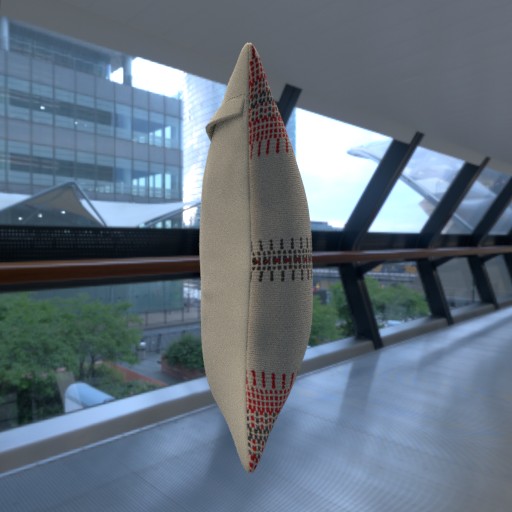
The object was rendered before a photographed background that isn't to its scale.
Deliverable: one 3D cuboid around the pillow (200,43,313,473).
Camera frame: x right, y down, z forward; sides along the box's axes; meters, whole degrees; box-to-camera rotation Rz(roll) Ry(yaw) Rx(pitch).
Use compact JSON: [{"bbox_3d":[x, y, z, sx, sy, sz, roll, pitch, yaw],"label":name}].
[{"bbox_3d":[0.000,0.000,0.694,0.160,0.454,0.463,0,1,0],"label":"pillow"}]
